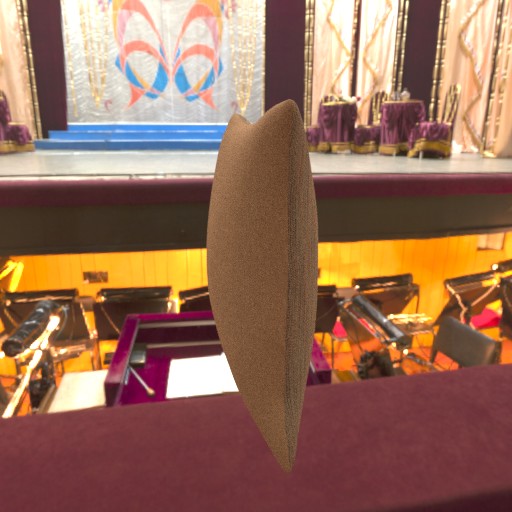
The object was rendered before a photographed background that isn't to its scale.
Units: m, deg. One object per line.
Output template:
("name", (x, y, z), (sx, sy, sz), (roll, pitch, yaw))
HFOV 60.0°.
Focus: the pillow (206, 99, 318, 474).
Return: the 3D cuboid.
("pillow", (0.000, 0.000, 0.801), (0.178, 0.506, 0.512), (-3, 16, -9))
